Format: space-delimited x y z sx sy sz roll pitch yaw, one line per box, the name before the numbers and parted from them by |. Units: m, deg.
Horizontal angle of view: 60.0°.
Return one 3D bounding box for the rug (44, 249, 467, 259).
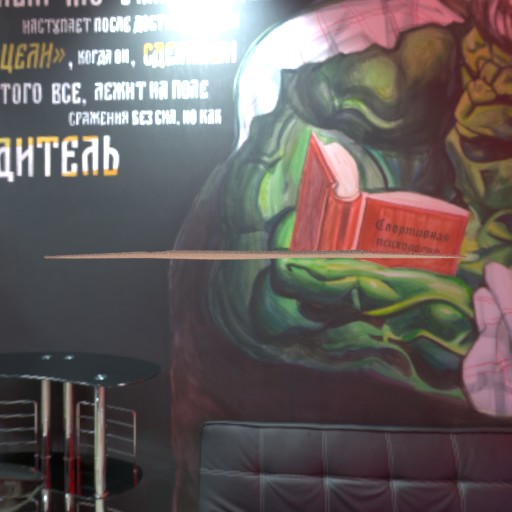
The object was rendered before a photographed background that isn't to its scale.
rug | 0.000 0.000 4.193 3.202 0.045 2.434 -1 -1 37
